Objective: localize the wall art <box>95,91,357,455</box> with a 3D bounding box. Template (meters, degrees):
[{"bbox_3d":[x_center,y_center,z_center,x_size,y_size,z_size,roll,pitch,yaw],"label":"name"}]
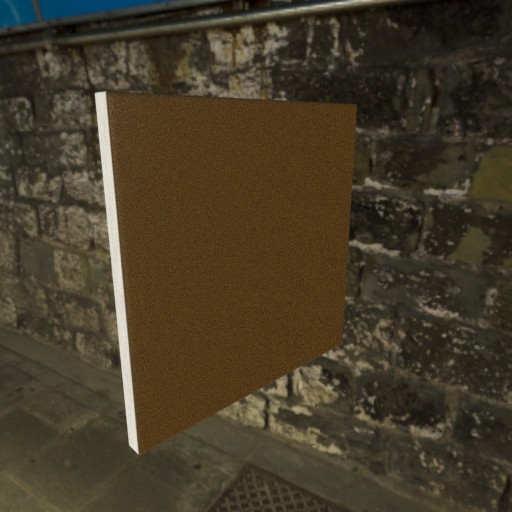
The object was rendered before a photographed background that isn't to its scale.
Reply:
[{"bbox_3d":[0.000,0.000,1.934,1.287,1.288,0.078,-15,22,-41],"label":"wall art"}]
